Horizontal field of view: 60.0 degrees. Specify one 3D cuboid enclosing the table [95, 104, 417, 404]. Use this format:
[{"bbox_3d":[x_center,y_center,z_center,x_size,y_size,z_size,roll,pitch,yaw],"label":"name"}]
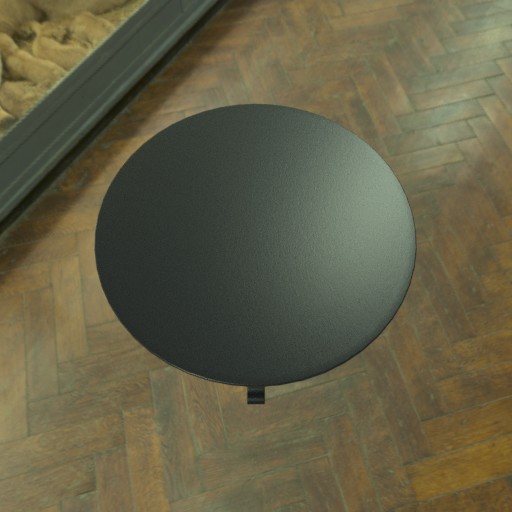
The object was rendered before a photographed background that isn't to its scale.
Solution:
[{"bbox_3d":[0.000,0.000,1.644,1.029,0.491,1.029,0,64,0],"label":"table"}]
